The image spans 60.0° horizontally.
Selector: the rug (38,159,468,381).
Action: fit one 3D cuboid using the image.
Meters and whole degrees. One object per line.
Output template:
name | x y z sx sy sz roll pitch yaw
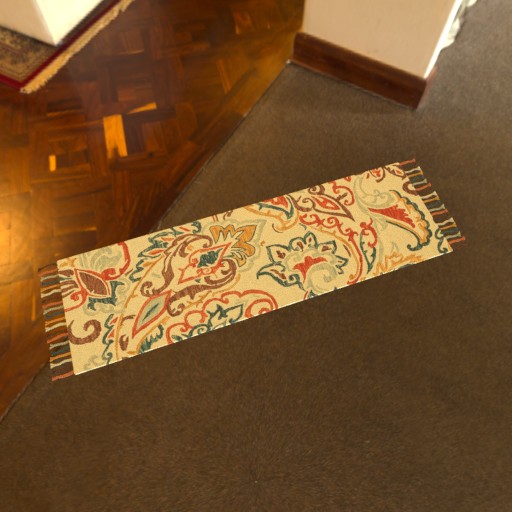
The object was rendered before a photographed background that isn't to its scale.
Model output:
rug | 0.000 0.000 2.857 2.682 0.015 0.763 -17 64 -9
